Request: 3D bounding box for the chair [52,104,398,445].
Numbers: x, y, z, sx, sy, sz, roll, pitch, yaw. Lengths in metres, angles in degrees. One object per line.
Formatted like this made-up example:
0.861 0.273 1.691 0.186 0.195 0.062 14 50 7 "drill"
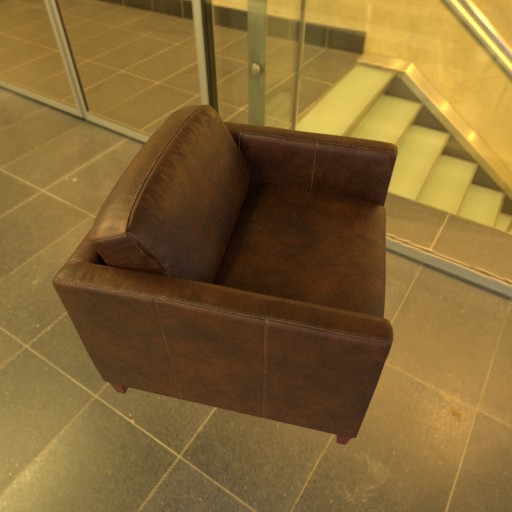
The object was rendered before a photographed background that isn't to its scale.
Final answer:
0.000 0.000 1.704 0.975 0.864 0.990 10 46 9 "chair"
